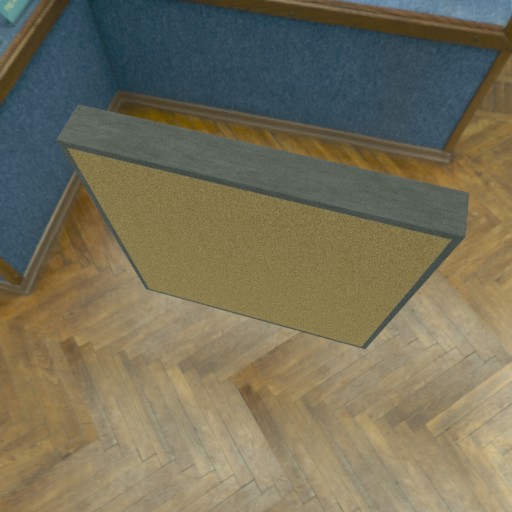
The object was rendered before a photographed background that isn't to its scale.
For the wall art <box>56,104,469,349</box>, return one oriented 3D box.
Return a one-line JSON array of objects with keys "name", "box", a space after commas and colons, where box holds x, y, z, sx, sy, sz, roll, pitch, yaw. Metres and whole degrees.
[{"name": "wall art", "box": [0.000, 0.000, 0.459, 0.303, 0.302, 0.038, 14, 65, 7]}]
